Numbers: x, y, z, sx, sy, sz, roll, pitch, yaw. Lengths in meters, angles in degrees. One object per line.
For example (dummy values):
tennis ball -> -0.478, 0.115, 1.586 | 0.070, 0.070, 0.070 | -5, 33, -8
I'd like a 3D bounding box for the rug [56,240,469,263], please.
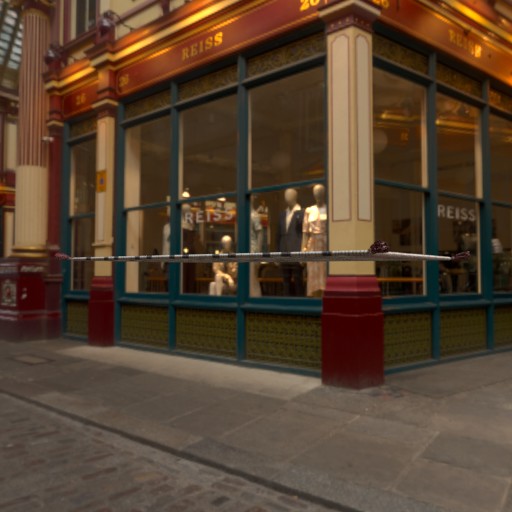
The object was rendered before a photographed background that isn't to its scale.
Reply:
rug -> 0.000, 0.000, 3.346 | 2.672, 0.066, 1.741 | -1, -2, 36
